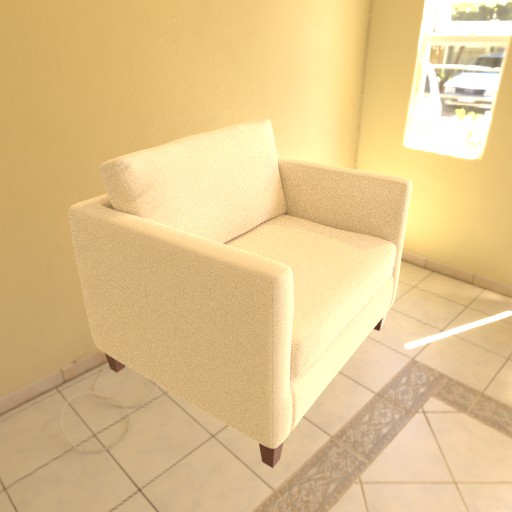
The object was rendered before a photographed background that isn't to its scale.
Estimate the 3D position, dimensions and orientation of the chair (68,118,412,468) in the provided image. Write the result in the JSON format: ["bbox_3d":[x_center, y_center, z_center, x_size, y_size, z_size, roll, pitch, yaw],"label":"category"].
[{"bbox_3d":[0.000,0.000,1.719,0.878,0.885,1.019,18,32,31],"label":"chair"}]
